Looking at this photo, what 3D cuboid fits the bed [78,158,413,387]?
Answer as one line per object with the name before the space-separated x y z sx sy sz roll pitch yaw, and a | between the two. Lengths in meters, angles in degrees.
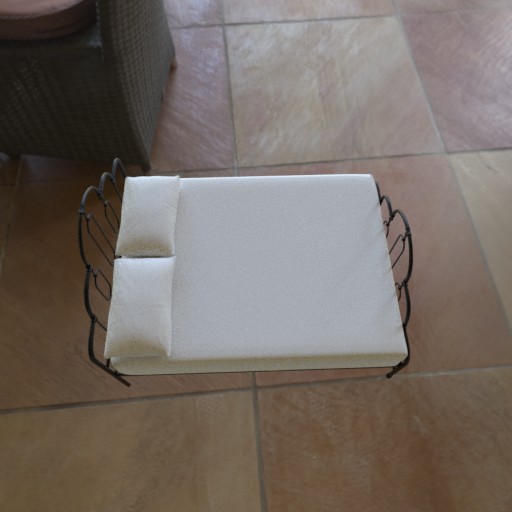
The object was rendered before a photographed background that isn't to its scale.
bed | 0.000 0.000 3.370 2.181 1.444 1.626 -2 63 -1
